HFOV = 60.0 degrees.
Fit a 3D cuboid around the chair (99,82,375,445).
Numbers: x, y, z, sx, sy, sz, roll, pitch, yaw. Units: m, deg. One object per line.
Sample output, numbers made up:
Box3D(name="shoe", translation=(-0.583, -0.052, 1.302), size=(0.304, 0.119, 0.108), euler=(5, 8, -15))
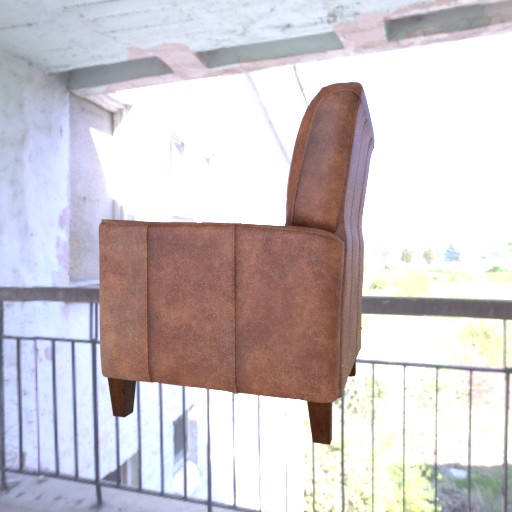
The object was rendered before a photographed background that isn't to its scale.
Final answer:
Box3D(name="chair", translation=(0.000, 0.000, 1.673), size=(0.836, 1.043, 0.843), euler=(0, 1, 18))
